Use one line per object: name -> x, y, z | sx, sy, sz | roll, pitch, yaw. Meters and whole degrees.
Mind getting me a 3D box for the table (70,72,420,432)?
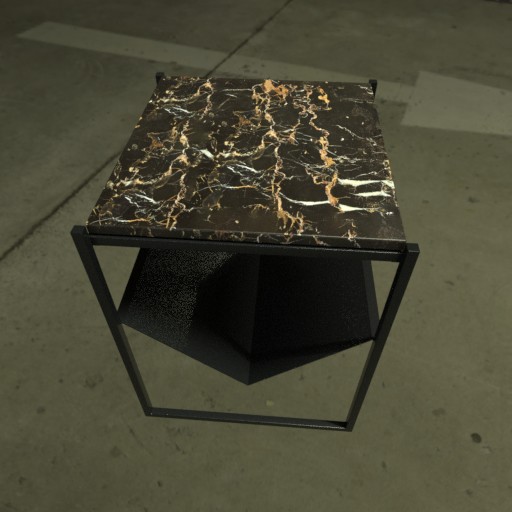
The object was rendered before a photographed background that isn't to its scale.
table -> 0.000, 0.000, 0.896 | 0.432, 0.534, 0.469 | 3, 46, 3
